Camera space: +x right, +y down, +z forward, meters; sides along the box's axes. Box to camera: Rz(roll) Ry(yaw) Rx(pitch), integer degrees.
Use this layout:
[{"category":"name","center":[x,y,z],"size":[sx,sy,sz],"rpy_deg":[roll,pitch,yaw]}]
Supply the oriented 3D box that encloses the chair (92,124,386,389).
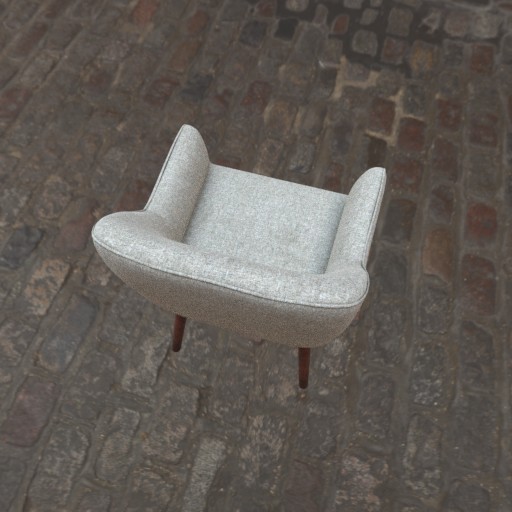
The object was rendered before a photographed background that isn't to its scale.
[{"category":"chair","center":[0.000,0.000,1.158],"size":[0.543,0.803,0.519],"rpy_deg":[14,65,7]}]
